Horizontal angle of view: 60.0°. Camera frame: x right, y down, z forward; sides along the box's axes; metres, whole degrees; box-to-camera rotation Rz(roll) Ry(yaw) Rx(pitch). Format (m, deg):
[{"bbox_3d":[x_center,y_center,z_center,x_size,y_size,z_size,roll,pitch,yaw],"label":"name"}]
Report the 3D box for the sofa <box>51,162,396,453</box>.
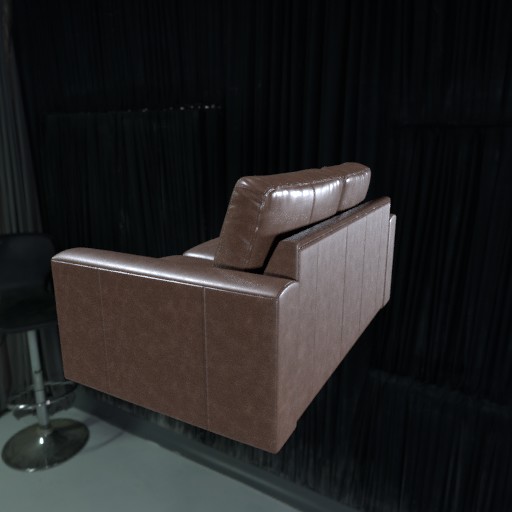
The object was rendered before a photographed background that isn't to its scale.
[{"bbox_3d":[0.000,0.000,2.196,1.016,0.873,1.616,8,16,27],"label":"sofa"}]
